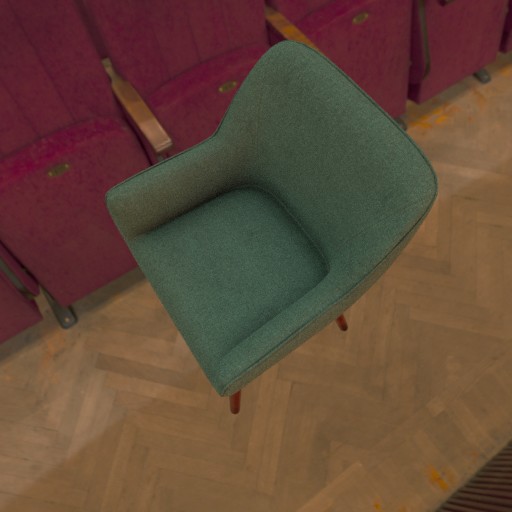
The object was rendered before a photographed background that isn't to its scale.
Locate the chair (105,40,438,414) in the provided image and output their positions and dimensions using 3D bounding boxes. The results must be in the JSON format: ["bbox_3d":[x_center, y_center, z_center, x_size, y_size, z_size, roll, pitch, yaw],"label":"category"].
[{"bbox_3d":[0.000,0.000,1.127,0.519,0.803,0.543,-31,68,-14],"label":"chair"}]
